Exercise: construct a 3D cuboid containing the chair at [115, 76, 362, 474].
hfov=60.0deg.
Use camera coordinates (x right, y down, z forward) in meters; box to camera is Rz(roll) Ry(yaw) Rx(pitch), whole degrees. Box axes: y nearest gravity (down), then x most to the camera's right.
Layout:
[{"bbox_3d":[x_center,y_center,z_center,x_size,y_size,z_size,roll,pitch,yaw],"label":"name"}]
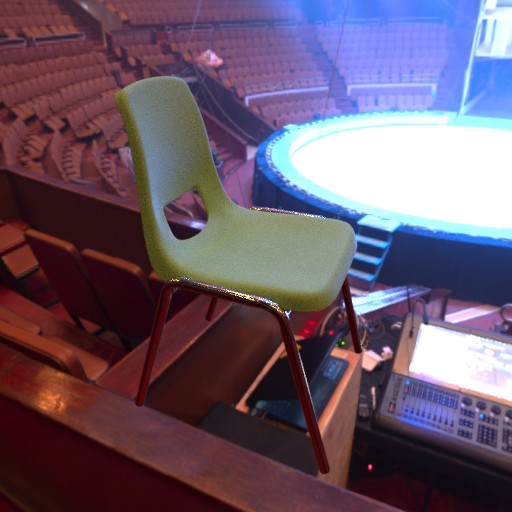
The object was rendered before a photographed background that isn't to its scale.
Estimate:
[{"bbox_3d":[0.000,0.000,0.891,0.436,0.653,0.381,10,30,19],"label":"chair"}]
